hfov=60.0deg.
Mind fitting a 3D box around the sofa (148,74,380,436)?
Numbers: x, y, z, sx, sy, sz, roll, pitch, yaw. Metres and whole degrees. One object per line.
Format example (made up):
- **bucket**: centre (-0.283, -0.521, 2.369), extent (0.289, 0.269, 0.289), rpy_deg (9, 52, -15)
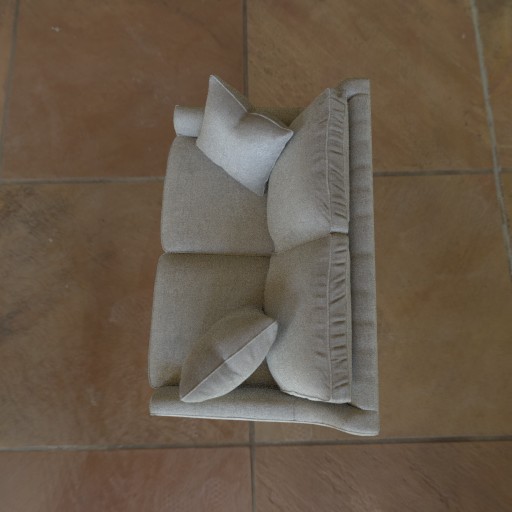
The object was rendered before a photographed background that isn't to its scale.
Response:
- **sofa**: centre (0.000, 0.000, 2.026), extent (0.915, 0.863, 1.422), rpy_deg (2, 77, 0)
